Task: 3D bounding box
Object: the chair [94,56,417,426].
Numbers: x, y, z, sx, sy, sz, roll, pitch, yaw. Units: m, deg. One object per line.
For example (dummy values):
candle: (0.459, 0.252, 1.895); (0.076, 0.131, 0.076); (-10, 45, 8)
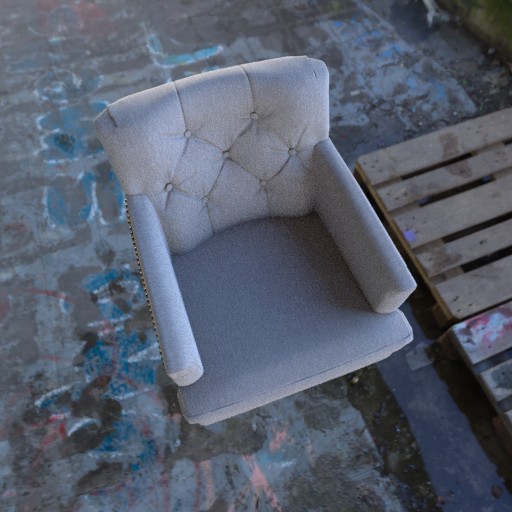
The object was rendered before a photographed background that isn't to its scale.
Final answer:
chair: (0.000, 0.000, 1.487); (0.737, 0.823, 0.902); (-18, 64, -9)
